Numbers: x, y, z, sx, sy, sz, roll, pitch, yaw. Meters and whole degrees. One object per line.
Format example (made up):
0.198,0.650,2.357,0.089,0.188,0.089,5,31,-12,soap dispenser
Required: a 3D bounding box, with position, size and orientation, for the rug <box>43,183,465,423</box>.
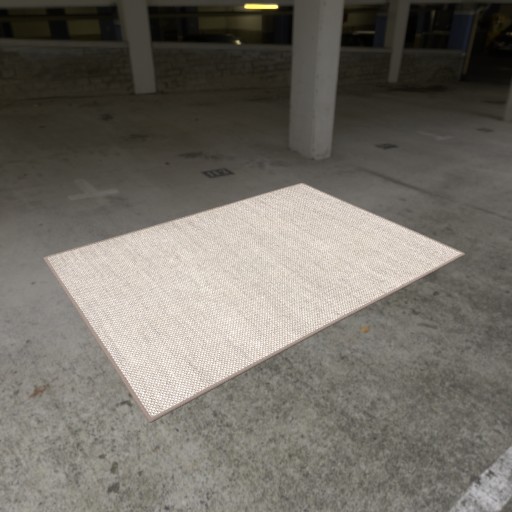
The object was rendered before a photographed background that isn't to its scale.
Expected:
0.000,0.000,2.721,2.115,0.013,1.517,-21,36,-31,rug
